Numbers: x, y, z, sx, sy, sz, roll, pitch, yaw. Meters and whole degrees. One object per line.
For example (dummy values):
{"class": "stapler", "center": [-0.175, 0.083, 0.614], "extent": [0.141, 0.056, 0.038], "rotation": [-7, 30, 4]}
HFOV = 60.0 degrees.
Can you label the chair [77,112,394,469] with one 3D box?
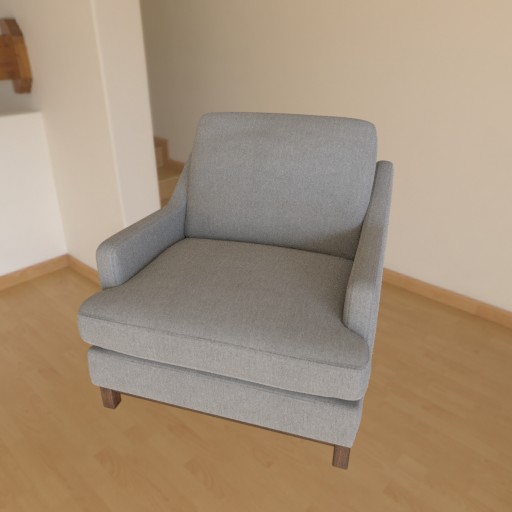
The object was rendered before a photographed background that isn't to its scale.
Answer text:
{"class": "chair", "center": [0.000, 0.000, 1.486], "extent": [0.826, 0.821, 0.892], "rotation": [8, 28, 15]}
